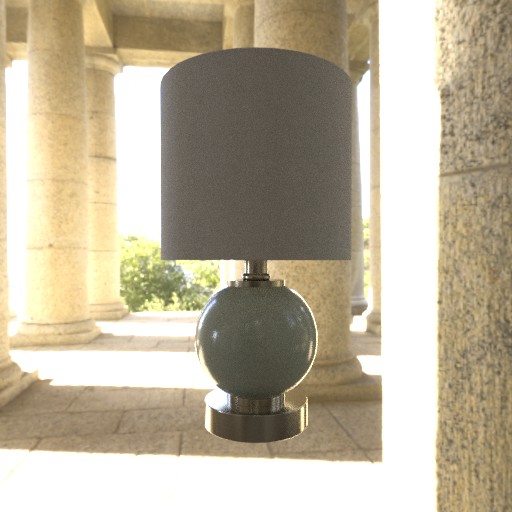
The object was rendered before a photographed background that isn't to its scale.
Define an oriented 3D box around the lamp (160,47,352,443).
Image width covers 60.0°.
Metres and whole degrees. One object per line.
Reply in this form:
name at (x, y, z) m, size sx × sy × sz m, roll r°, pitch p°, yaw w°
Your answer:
lamp at (0.000, 0.000, 0.473) m, size 0.201 × 0.353 × 0.201 m, roll 0°, pitch -1°, yaw -37°
